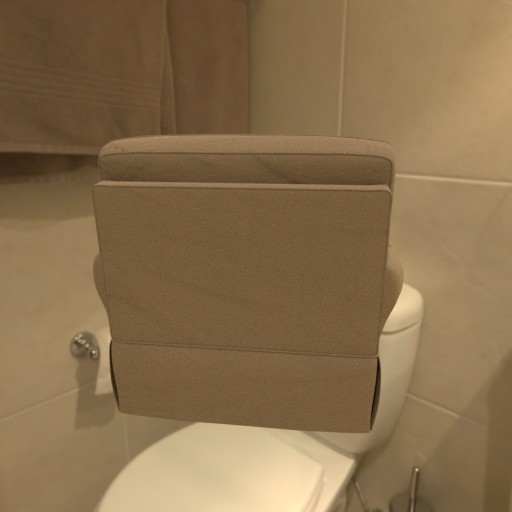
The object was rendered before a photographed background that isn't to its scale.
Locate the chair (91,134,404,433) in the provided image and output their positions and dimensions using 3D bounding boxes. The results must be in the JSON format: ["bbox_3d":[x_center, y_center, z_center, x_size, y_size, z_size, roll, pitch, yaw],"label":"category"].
[{"bbox_3d":[0.000,0.000,1.900,1.135,1.017,0.988,2,16,7],"label":"chair"}]
